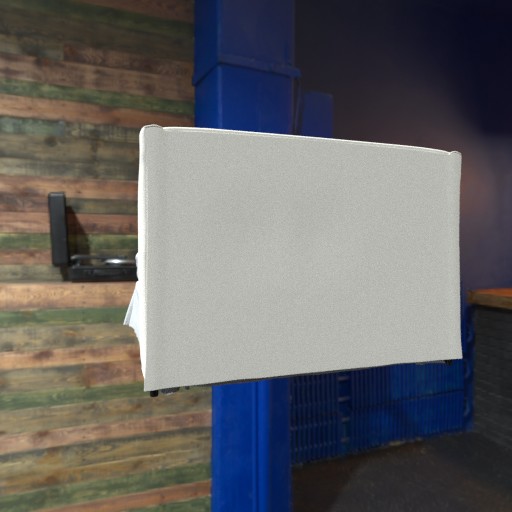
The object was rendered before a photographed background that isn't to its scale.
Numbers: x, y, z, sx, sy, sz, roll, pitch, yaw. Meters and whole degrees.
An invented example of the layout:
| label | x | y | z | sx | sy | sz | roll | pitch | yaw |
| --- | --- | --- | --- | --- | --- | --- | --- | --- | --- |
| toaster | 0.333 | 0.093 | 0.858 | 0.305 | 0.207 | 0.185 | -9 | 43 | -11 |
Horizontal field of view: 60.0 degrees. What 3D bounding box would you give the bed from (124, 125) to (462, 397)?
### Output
| label | x | y | z | sx | sy | sz | roll | pitch | yaw |
| --- | --- | --- | --- | --- | --- | --- | --- | --- | --- |
| bed | 0.000 | 0.000 | 3.473 | 1.925 | 1.332 | 2.276 | 0 | 1 | -19 |
